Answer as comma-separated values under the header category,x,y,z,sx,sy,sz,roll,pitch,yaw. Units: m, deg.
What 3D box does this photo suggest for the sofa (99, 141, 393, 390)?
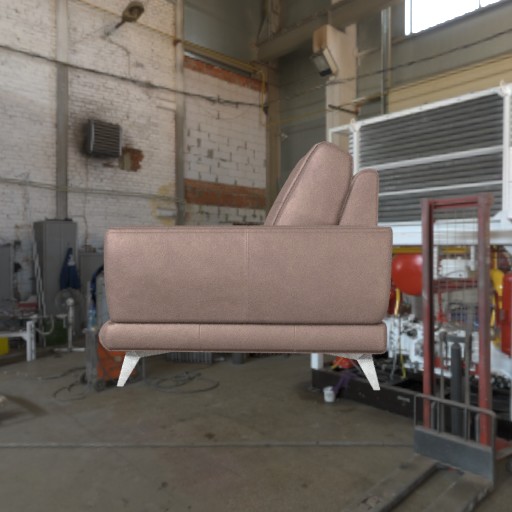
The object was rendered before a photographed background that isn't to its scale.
category,x,y,z,sx,sy,sz,roll,pitch,yaw
sofa,0.000,0.000,2.369,1.018,0.907,1.806,0,1,3
